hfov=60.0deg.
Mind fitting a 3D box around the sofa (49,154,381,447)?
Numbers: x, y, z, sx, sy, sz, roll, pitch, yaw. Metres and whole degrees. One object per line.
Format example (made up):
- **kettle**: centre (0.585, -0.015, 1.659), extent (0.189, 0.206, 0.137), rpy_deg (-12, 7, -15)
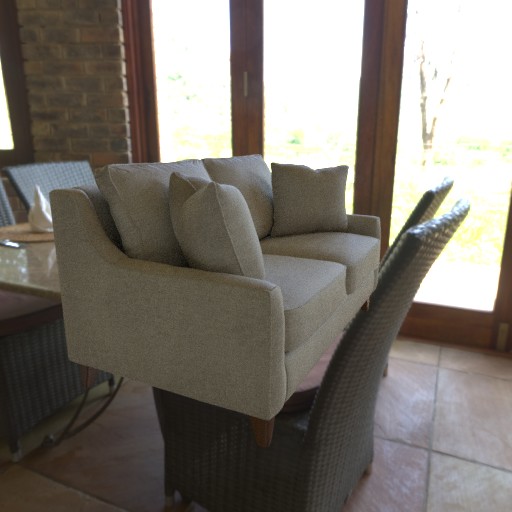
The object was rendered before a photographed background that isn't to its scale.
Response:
- **sofa**: centre (0.000, 0.000, 2.024), extent (0.915, 0.863, 1.422), rpy_deg (8, 17, 26)
